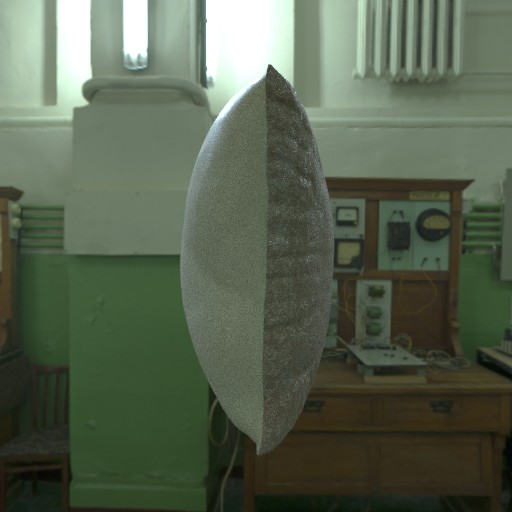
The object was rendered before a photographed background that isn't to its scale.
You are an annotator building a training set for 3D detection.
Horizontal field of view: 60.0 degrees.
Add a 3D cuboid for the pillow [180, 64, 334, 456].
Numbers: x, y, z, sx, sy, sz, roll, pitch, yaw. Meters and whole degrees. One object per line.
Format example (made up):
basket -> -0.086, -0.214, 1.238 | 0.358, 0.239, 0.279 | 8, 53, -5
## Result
pillow -> 0.000, 0.000, 0.723 | 0.245, 0.448, 0.450 | 0, 1, 1
